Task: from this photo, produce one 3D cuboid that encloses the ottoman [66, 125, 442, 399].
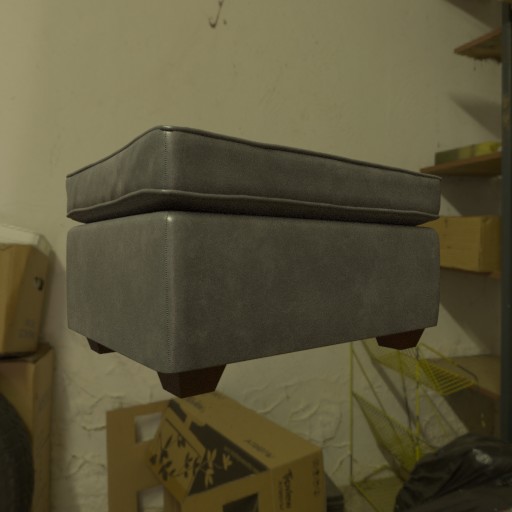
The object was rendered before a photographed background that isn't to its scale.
[{"bbox_3d":[0.000,0.000,1.068,0.756,0.445,0.554,0,0,-37],"label":"ottoman"}]
